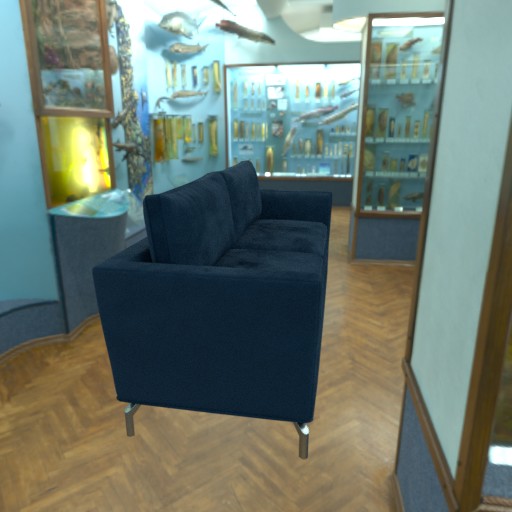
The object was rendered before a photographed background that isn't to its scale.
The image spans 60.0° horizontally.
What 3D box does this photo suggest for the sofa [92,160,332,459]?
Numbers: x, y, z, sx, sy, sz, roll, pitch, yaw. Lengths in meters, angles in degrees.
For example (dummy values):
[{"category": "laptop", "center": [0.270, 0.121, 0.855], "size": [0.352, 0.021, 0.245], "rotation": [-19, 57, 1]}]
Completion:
[{"category": "sofa", "center": [0.000, 0.000, 2.671], "size": [0.853, 0.998, 2.212], "rotation": [3, 17, 10]}]
